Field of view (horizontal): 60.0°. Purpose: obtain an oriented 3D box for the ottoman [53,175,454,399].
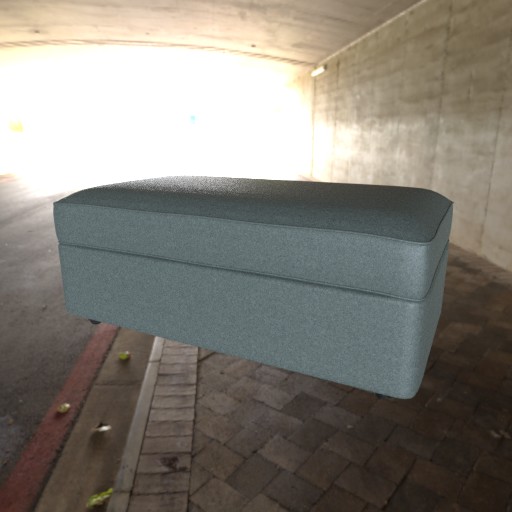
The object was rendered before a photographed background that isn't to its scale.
[{"bbox_3d":[0.000,0.000,1.515,1.173,0.494,0.681,8,18,26],"label":"ottoman"}]
